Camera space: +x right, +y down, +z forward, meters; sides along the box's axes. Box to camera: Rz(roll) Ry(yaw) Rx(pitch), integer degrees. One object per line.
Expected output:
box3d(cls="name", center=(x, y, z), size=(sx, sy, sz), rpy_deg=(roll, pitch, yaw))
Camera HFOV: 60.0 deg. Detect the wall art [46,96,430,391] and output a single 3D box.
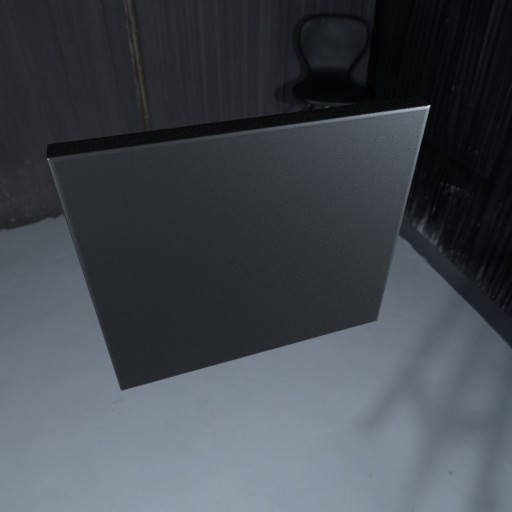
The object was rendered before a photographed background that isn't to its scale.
box3d(cls="wall art", center=(0.000, 0.000, 0.531), size=(0.380, 0.330, 0.028), rpy_deg=(-12, 40, -15))
